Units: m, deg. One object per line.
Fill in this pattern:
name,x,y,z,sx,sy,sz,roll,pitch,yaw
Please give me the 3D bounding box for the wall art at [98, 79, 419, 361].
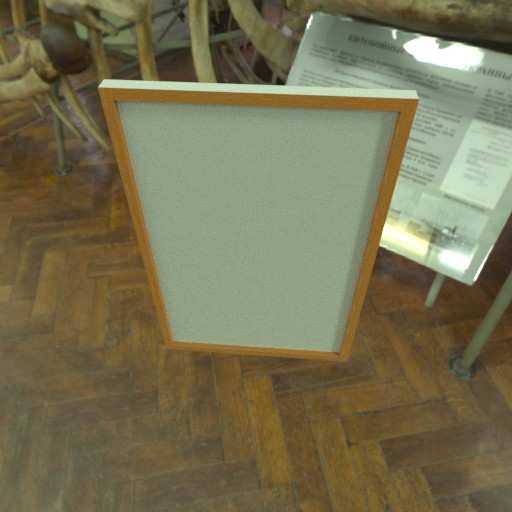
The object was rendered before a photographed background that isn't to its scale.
wall art,0.000,0.000,0.781,0.405,0.608,0.025,3,46,3
